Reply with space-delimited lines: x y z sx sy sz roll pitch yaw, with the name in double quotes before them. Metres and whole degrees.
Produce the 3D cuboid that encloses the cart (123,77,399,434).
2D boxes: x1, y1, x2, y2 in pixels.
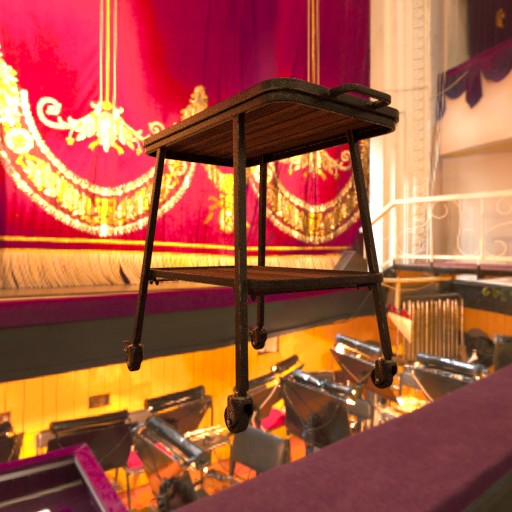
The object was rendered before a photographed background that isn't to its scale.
"cart" 0.000 0.000 1.232 0.515 0.700 0.806 -1 1 -37
